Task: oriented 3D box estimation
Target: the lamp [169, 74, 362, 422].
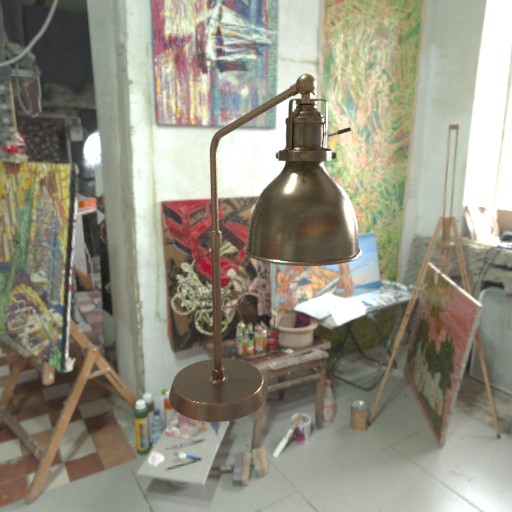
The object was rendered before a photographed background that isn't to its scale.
[{"bbox_3d":[0.000,0.000,0.607,0.286,0.456,0.153,8,16,28],"label":"lamp"}]
